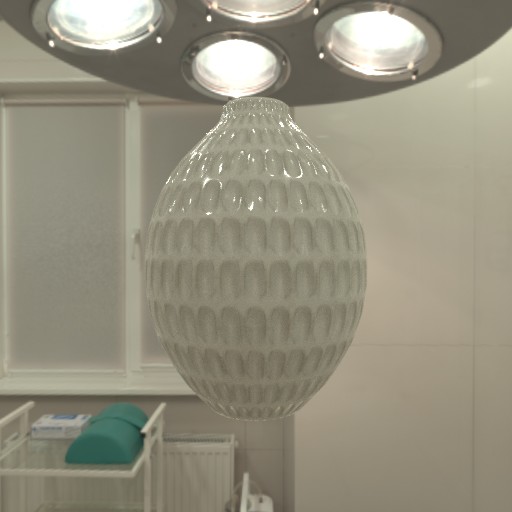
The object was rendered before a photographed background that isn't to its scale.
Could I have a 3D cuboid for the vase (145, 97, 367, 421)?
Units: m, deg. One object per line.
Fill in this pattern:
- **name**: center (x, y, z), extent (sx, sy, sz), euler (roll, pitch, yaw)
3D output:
- **vase**: center (0.000, 0.000, 0.332), extent (0.162, 0.223, 0.162), euler (0, 1, 0)
